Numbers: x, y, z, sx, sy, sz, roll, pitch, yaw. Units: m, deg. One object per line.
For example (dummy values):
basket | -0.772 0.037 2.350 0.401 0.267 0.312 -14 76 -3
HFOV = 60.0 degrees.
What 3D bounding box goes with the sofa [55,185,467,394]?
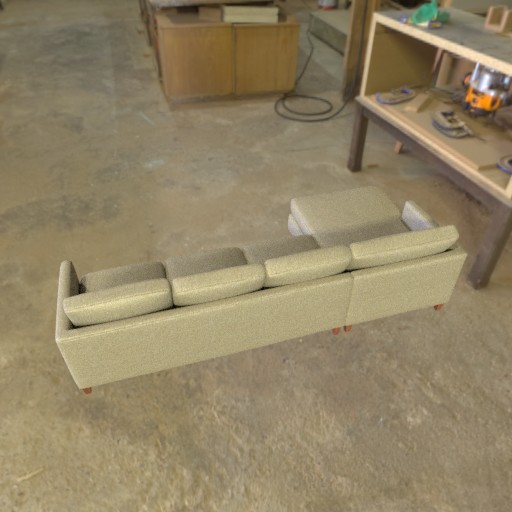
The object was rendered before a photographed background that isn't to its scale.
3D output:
sofa | 0.000 0.000 3.935 3.201 0.876 1.502 -11 42 -12
